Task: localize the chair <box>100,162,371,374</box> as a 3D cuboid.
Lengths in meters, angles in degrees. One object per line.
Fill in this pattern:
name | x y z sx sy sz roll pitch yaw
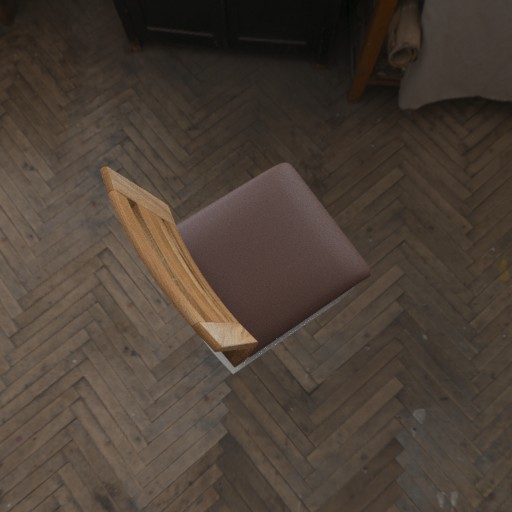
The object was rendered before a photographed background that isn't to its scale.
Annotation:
chair | 0.000 0.000 1.294 0.570 0.970 0.460 -33 77 -8
